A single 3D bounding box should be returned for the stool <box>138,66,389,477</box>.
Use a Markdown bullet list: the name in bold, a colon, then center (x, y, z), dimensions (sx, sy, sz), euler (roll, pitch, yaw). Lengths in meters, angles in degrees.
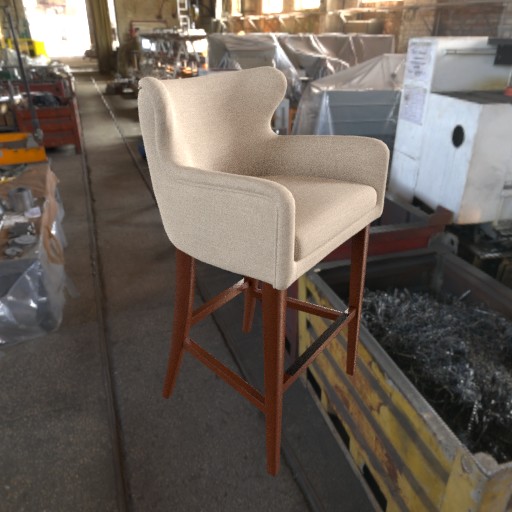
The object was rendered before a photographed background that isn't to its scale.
- **stool**: center (0.000, 0.000, 1.348), dimensions (0.563, 1.034, 0.556), euler (18, 32, 32)
